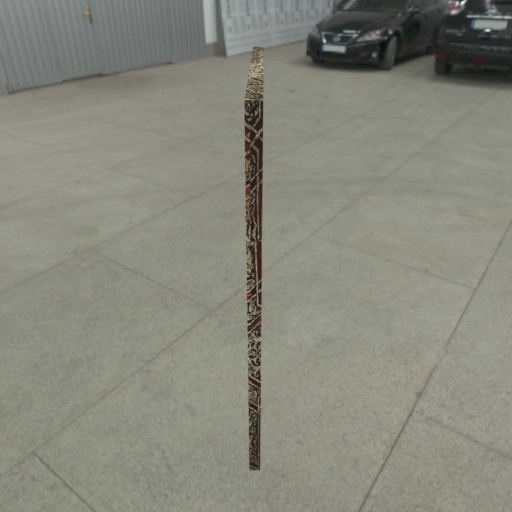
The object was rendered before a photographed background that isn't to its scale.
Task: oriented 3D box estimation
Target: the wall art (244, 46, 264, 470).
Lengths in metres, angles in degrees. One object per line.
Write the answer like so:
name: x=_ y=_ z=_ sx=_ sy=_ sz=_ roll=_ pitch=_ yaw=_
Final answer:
wall art: x=0.000 y=0.000 z=1.135 sx=0.030 sy=0.904 sz=0.599 roll=0 pitch=32 yaw=1
